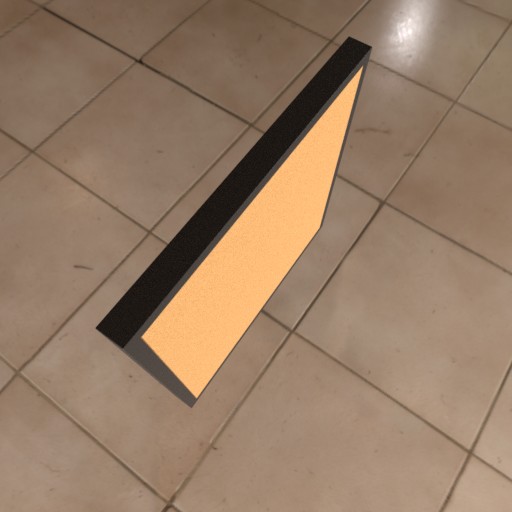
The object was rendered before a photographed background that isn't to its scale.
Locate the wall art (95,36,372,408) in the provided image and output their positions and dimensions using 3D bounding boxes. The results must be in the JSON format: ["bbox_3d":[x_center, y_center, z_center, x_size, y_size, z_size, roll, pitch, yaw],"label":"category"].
[{"bbox_3d":[0.000,0.000,0.751,0.037,0.506,0.506,32,69,14],"label":"wall art"}]
